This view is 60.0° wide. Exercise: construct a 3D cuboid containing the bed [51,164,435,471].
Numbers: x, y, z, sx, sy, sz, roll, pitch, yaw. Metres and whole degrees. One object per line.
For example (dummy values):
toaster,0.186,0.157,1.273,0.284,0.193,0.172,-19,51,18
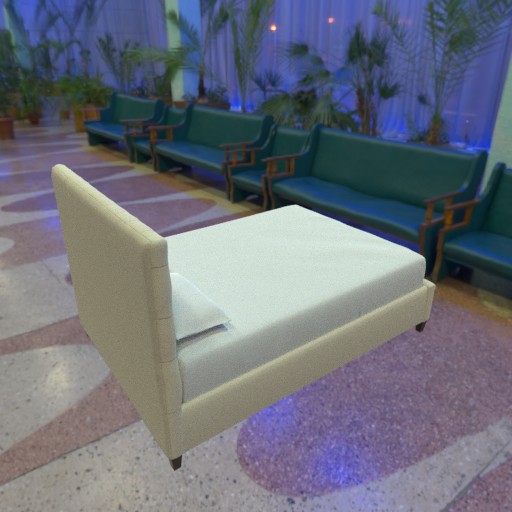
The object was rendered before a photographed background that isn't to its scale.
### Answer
bed,0.000,0.000,3.426,2.387,1.427,1.698,-17,31,-32
